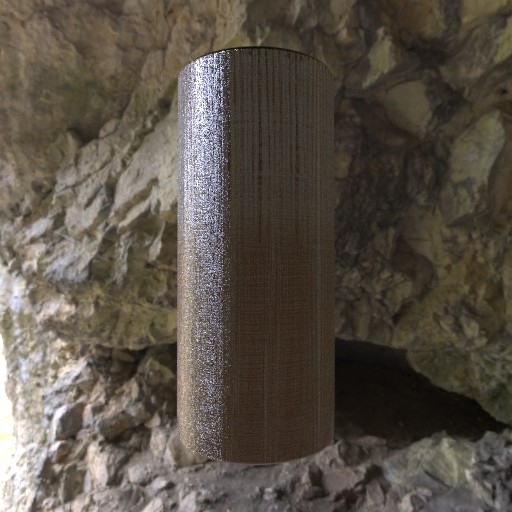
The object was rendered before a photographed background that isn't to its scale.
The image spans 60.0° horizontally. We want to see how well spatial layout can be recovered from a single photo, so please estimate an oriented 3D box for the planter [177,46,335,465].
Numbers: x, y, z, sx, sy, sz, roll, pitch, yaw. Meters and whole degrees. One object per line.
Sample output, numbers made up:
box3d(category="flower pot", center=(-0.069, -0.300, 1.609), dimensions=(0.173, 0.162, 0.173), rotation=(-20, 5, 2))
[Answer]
box3d(category="planter", center=(0.000, 0.000, 0.287), dimensions=(0.100, 0.227, 0.100), rotation=(0, -1, -2))
